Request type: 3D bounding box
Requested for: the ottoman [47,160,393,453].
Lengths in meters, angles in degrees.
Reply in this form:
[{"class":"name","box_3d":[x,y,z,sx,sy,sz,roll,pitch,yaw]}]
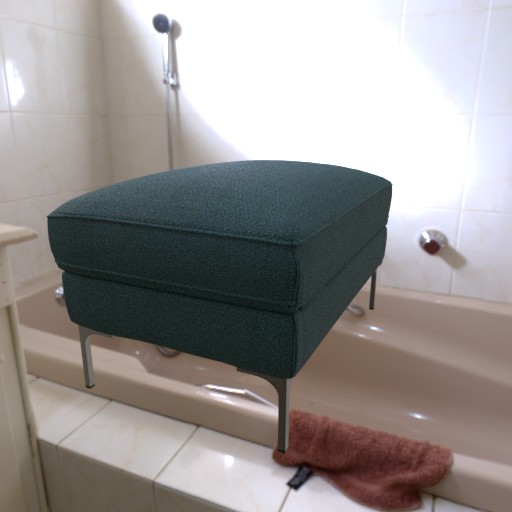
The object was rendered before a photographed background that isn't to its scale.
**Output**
[{"class":"ottoman","box_3d":[0.000,0.000,1.189,0.563,0.498,0.856,8,18,25]}]
